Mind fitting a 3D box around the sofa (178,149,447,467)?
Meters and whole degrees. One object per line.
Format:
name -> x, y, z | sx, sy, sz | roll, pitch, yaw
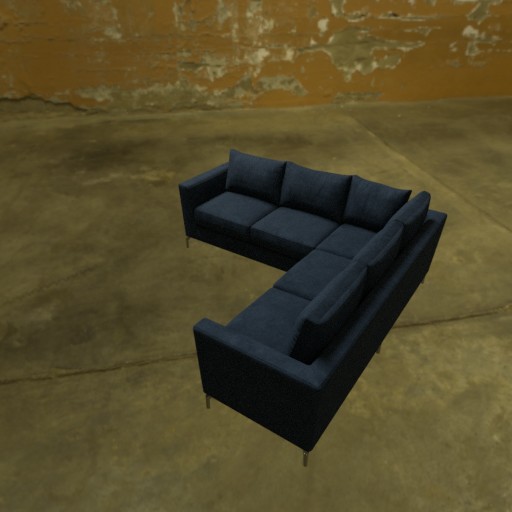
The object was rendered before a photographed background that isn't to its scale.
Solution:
sofa -> 0.000, 0.000, 3.813 | 2.472, 0.988, 2.463 | 20, 36, 29
